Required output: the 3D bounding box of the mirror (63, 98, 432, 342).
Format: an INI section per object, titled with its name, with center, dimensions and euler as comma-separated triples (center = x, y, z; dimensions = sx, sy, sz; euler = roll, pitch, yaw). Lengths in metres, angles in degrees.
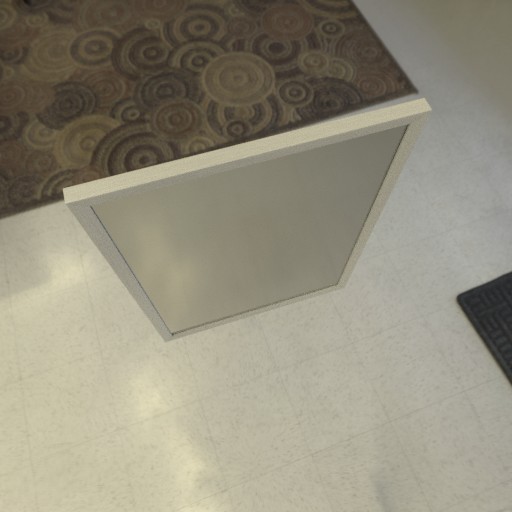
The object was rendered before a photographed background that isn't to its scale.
[mirror]
center = 0.000, 0.000, 1.345
dimensions = 0.762, 1.016, 0.040
euler = -16, 65, -8
